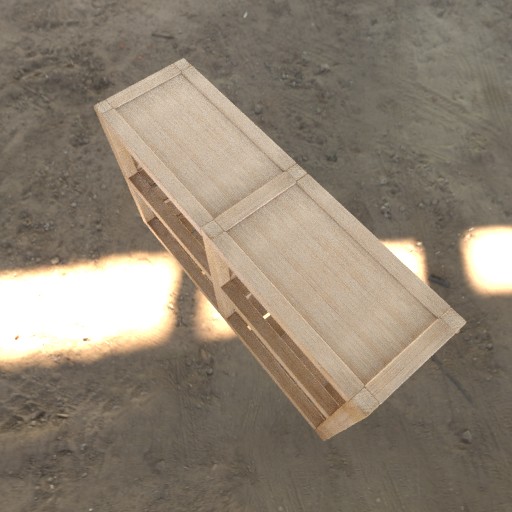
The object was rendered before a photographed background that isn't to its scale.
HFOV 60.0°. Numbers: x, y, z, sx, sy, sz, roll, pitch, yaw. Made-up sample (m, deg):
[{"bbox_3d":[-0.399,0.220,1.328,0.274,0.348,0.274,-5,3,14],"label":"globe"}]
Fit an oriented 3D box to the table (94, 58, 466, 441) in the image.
[{"bbox_3d":[0.000,0.000,1.690,0.381,0.762,1.320,-36,69,-17],"label":"table"}]
